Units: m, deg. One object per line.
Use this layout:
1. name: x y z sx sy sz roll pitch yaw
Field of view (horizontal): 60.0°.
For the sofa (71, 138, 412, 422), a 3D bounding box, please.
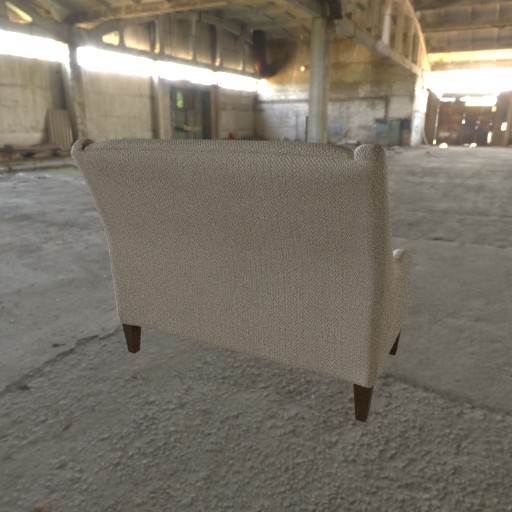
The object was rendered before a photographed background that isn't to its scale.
1. sofa: 0.000 0.000 1.976 1.242 1.022 0.870 8 18 26
